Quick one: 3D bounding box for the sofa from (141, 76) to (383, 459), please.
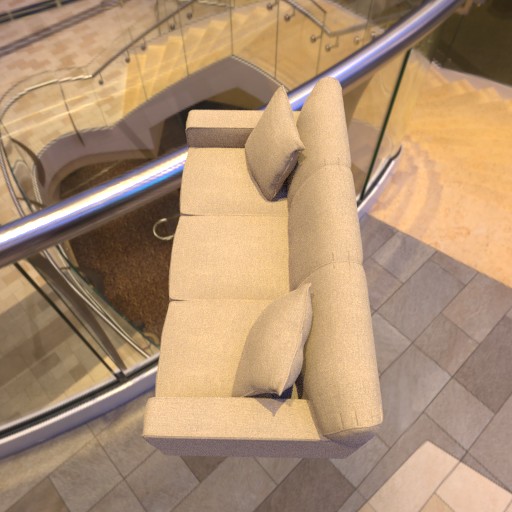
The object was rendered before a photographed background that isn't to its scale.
[{"bbox_3d":[0.000,0.000,2.496,0.997,0.958,2.024,1,58,1],"label":"sofa"}]
